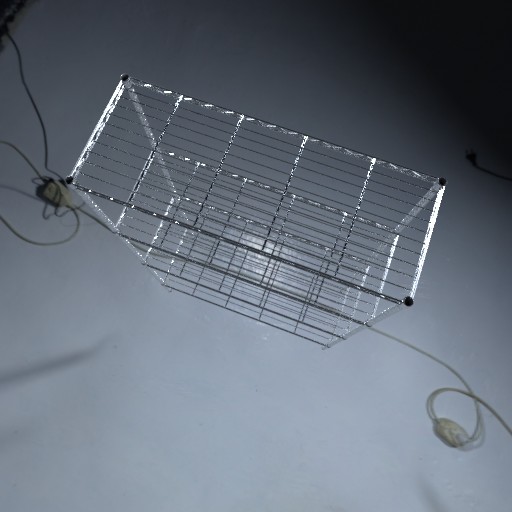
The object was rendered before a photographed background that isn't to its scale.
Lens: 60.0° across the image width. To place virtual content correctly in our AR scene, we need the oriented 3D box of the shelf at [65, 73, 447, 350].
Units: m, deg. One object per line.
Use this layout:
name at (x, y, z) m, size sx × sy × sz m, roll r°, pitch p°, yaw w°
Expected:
shelf at (0.000, 0.000, 1.769) m, size 0.907 × 1.360 × 0.352 m, roll 20°, pitch 75°, yaw 6°
